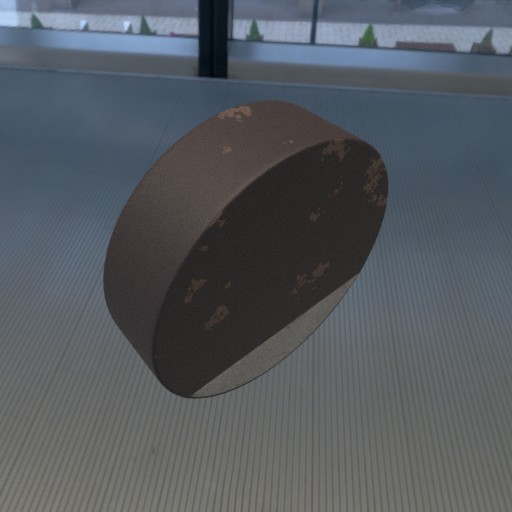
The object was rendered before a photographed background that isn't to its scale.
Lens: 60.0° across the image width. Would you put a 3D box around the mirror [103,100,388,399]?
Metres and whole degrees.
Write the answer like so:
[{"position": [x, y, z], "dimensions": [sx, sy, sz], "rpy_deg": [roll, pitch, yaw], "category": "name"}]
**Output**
[{"position": [0.000, 0.000, 0.591], "dimensions": [0.386, 0.386, 0.126], "rpy_deg": [-31, 54, -27], "category": "mirror"}]
